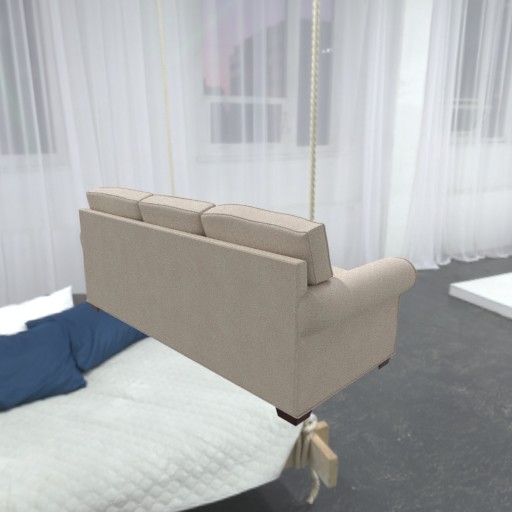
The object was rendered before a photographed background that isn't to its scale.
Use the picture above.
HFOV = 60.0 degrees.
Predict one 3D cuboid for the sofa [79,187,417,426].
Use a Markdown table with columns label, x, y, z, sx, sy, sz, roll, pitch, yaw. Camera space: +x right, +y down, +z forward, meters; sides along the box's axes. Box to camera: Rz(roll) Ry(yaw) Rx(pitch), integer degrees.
| label | x | y | z | sx | sy | sz | roll | pitch | yaw |
| --- | --- | --- | --- | --- | --- | --- | --- | --- | --- |
| sofa | 0.000 | 0.000 | 2.422 | 1.226 | 0.734 | 1.770 | -14 | 20 | -43 |
